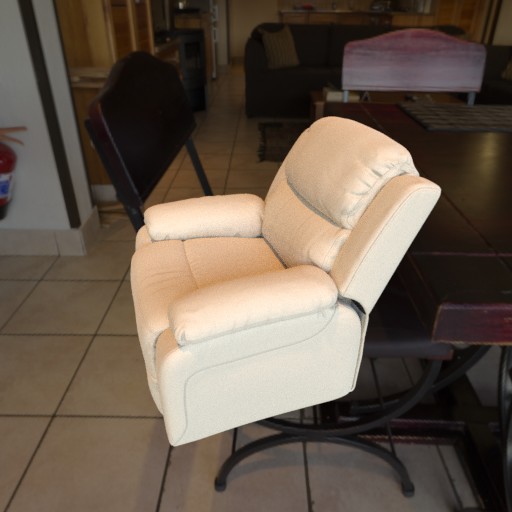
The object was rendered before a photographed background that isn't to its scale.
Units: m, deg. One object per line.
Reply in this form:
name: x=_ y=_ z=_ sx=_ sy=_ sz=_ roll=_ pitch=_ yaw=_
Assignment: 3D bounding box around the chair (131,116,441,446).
chair: x=0.000 y=0.000 z=1.273 sx=0.709 sy=0.702 sz=0.680 roll=-9 pitch=31 yaw=-15
